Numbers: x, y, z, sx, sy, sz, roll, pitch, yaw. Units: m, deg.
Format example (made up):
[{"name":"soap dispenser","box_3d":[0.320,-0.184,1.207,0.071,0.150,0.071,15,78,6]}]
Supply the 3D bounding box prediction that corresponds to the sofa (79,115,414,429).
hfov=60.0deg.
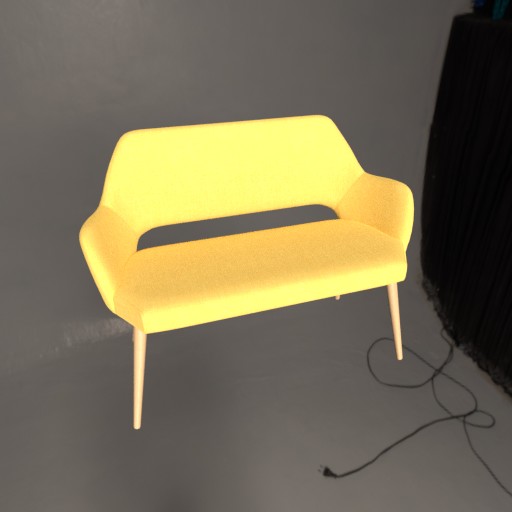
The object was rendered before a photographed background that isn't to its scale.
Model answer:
[{"name":"sofa","box_3d":[0.000,0.000,1.630,1.150,0.840,0.610,-10,32,-16]}]
